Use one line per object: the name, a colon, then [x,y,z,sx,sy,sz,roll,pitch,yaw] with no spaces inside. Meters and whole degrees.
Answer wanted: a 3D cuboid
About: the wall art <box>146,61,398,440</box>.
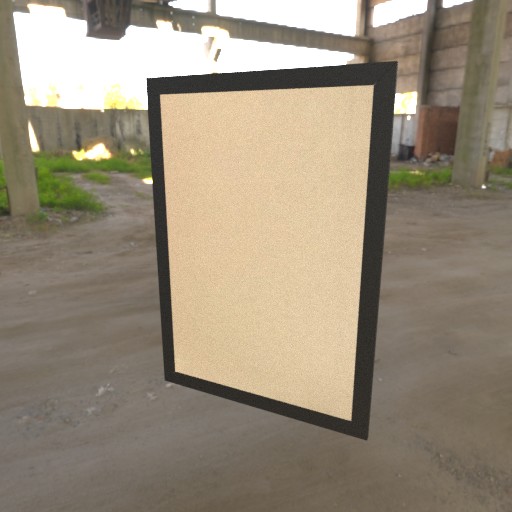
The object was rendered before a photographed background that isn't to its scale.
wall art: [0.000,0.000,0.682,0.379,0.530,0.008,8,17,25]
